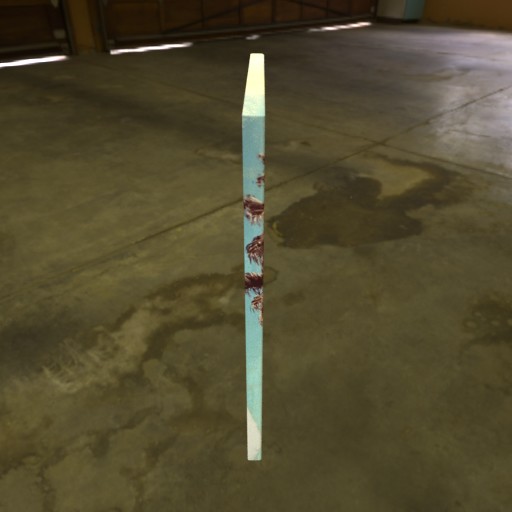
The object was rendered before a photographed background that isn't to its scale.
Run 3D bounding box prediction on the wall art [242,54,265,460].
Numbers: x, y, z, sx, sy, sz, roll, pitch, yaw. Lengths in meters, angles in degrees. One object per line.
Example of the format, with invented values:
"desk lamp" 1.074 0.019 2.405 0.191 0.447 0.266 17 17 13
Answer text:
"wall art" 0.000 0.000 1.193 0.037 0.915 0.605 0 33 1
